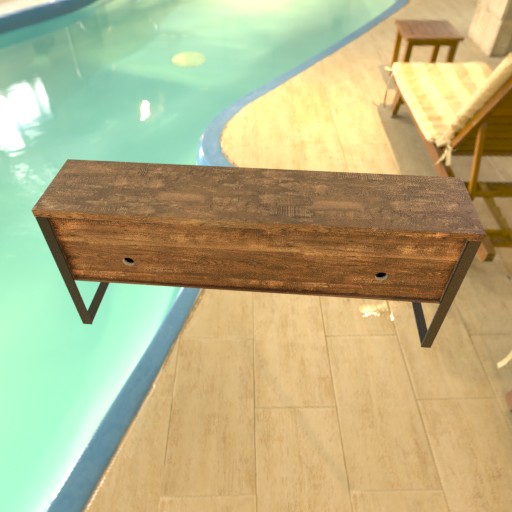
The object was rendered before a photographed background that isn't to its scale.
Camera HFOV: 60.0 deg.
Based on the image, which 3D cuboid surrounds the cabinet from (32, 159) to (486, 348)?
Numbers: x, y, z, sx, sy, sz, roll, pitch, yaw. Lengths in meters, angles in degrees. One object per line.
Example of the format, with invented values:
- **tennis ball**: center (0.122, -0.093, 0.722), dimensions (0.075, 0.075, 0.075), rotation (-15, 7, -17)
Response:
- **cabinet**: center (0.000, 0.000, 2.155), dimensions (1.800, 0.762, 0.395), rotation (3, 45, 3)
